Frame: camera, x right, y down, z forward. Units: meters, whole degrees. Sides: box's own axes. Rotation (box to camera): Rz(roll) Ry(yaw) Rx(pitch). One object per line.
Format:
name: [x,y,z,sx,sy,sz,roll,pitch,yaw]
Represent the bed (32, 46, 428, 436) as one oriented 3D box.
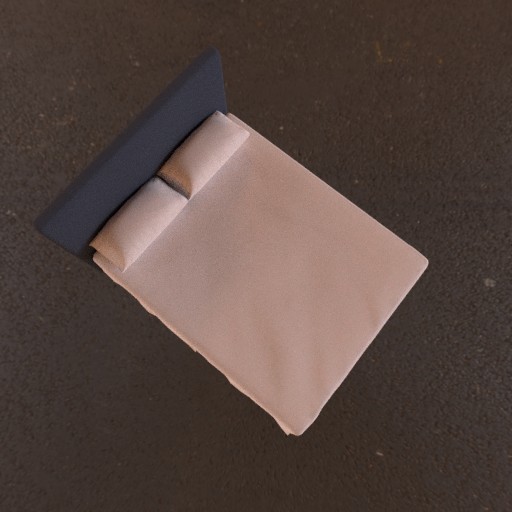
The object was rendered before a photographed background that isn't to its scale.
bed: [0.000,0.000,3.257,2.162,1.330,1.713,39,79,9]
